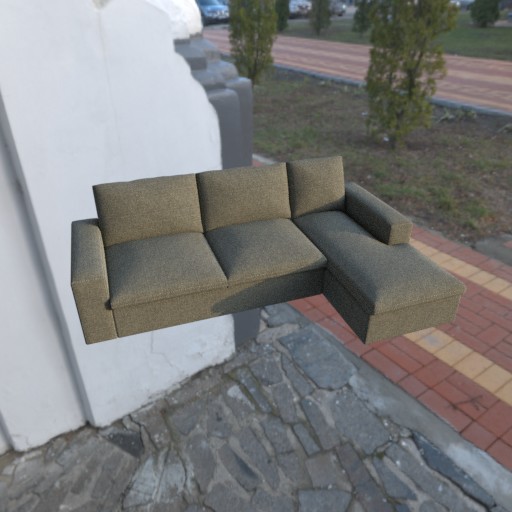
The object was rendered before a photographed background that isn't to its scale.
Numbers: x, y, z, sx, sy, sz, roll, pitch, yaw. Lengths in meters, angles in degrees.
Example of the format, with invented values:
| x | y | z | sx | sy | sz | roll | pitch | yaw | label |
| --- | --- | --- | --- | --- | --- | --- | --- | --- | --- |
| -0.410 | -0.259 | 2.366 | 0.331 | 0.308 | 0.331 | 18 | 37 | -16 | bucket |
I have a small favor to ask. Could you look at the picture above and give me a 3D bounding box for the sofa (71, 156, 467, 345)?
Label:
| x | y | z | sx | sy | sz | roll | pitch | yaw | label |
| --- | --- | --- | --- | --- | --- | --- | --- | --- | --- |
| 0.000 | 0.000 | 3.508 | 2.718 | 0.940 | 1.689 | -10 | 32 | -17 | sofa |
